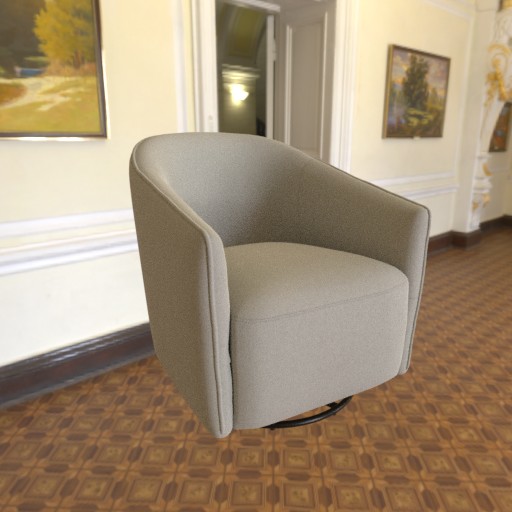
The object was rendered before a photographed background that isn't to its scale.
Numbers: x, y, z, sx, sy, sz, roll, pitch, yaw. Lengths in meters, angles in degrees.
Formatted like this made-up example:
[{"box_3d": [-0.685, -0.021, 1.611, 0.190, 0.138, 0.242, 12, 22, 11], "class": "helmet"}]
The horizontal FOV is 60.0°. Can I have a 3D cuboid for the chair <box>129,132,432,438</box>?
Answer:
[{"box_3d": [0.000, 0.000, 1.469, 0.747, 0.799, 0.875, -8, 17, -28], "class": "chair"}]
